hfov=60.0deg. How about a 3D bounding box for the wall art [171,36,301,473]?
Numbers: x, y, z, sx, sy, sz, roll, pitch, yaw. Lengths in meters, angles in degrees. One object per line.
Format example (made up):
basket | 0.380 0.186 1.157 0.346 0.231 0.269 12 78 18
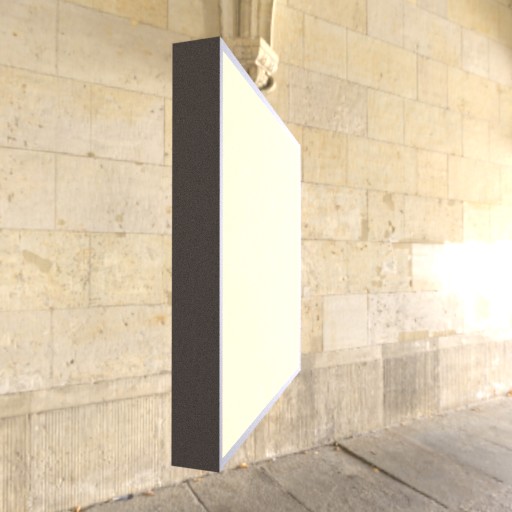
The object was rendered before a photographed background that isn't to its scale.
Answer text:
wall art | 0.000 0.000 0.455 0.036 0.300 0.302 0 -1 16
